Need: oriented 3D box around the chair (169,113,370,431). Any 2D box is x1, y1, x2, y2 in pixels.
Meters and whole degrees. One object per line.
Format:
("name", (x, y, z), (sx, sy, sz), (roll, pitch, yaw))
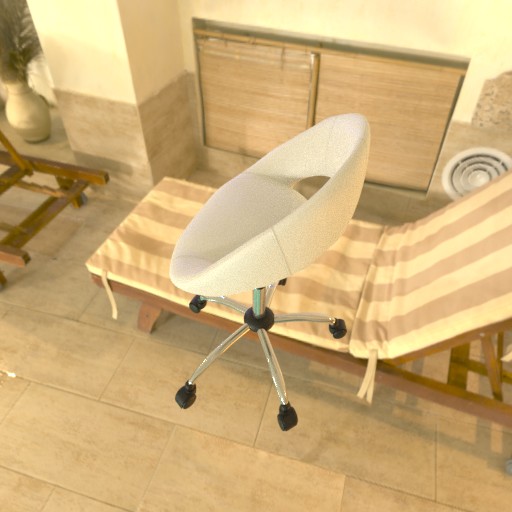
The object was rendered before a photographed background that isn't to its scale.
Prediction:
("chair", (0.000, 0.000, 1.187), (0.538, 0.791, 0.612), (16, 46, 16))
